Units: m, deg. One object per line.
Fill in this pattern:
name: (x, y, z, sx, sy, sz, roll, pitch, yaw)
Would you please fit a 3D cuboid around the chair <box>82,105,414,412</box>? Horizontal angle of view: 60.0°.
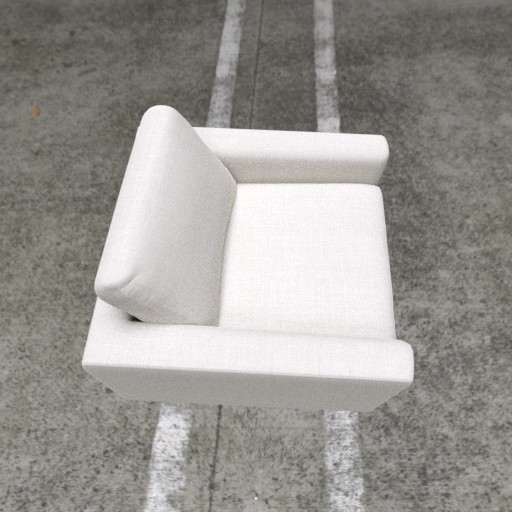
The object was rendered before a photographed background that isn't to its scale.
chair: (0.000, 0.000, 1.827, 1.100, 0.876, 1.070, 2, 61, 1)
